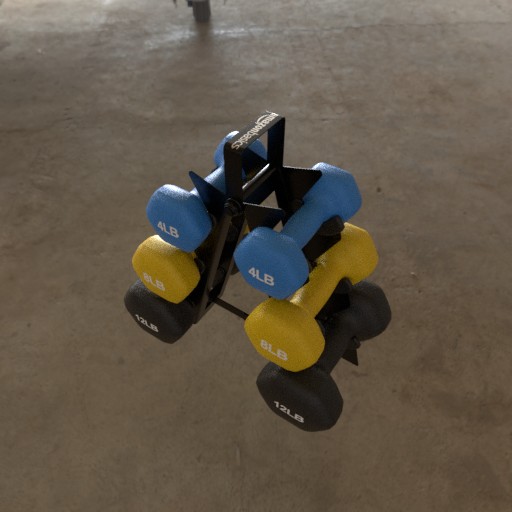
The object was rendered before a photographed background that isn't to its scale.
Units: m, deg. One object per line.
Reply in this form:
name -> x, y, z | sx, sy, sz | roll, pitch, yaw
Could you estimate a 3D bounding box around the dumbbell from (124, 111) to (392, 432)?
dumbbell -> 0.000, 0.000, 0.666 | 0.409, 0.426, 0.255 | 26, 52, 22
